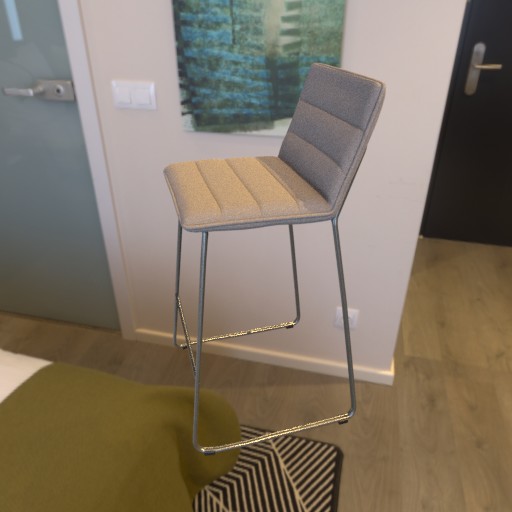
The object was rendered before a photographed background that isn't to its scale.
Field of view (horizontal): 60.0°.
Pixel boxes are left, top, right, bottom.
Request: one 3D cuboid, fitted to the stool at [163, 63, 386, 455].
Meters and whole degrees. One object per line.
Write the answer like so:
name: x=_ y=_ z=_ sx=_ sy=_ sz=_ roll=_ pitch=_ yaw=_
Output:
stool: x=0.000 y=0.000 z=1.247 sx=0.490 sy=0.960 sz=0.490 roll=-8 pitch=31 yaw=-14
